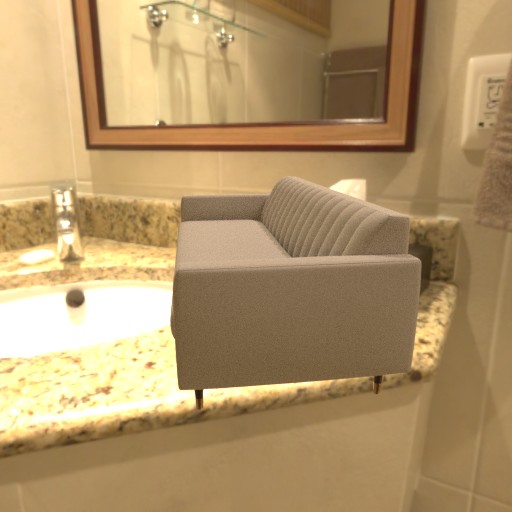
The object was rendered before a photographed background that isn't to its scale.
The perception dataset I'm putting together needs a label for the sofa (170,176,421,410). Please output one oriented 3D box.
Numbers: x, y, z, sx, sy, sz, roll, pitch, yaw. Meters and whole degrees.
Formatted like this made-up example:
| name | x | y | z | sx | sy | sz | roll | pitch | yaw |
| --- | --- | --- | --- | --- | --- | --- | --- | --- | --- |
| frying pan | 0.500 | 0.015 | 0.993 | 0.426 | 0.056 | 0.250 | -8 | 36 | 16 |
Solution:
| name | x | y | z | sx | sy | sz | roll | pitch | yaw |
| --- | --- | --- | --- | --- | --- | --- | --- | --- | --- |
| sofa | 0.000 | 0.000 | 2.767 | 0.990 | 0.821 | 2.291 | -2 | 15 | -8 |
